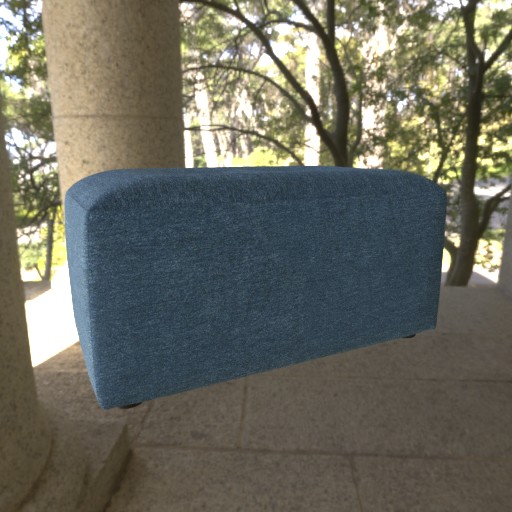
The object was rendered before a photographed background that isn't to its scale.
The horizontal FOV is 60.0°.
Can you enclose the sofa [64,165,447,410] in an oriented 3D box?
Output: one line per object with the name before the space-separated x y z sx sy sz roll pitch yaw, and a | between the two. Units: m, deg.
sofa | 0.000 0.000 1.213 0.930 0.470 0.480 -7 15 -26
